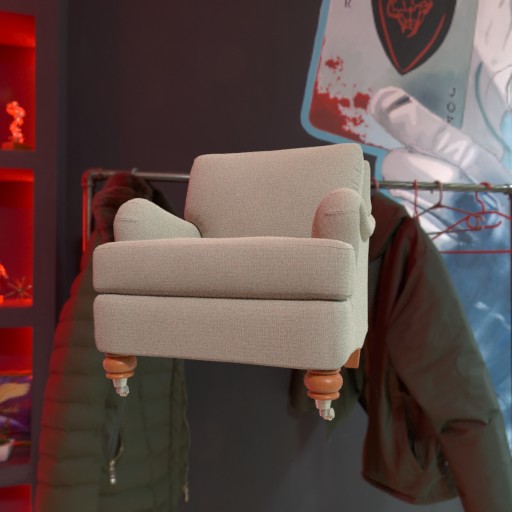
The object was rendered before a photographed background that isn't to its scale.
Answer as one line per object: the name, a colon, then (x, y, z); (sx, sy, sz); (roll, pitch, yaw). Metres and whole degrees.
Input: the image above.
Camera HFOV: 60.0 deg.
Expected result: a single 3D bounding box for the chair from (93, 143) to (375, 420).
chair: (0.000, 0.000, 1.902); (0.955, 1.038, 1.070); (0, 0, 18)
